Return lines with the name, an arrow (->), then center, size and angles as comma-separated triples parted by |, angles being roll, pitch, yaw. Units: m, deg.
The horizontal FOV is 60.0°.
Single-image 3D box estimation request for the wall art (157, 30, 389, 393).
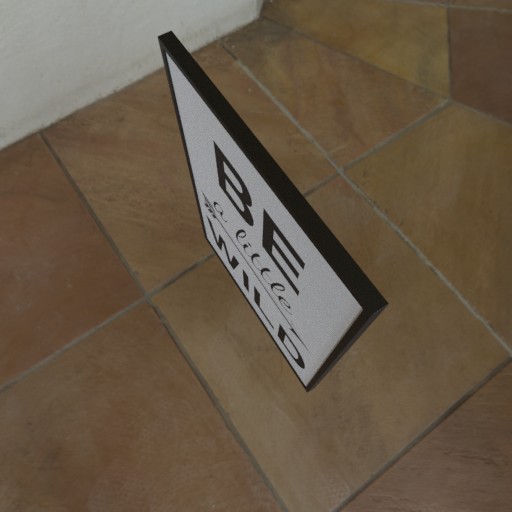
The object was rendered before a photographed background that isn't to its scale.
wall art -> 0.000, 0.000, 1.395 | 0.038, 1.062, 0.806 | -30, 69, -13
